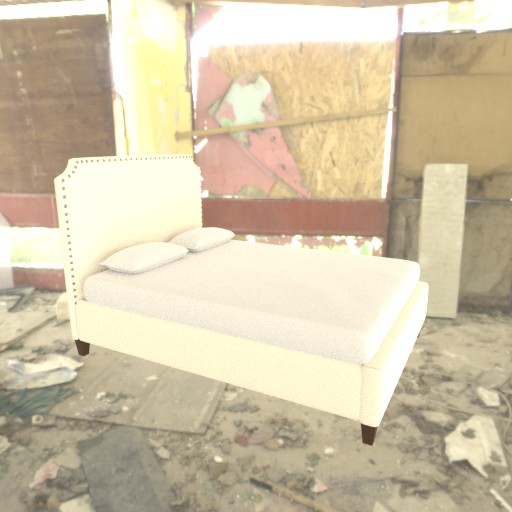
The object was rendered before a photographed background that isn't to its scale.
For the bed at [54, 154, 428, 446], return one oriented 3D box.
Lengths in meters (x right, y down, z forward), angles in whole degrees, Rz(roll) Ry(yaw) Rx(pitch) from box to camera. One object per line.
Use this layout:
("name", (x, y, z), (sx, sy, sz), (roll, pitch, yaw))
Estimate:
("bed", (0.000, 0.000, 3.445), (2.372, 1.497, 1.712), (7, 16, 27))
